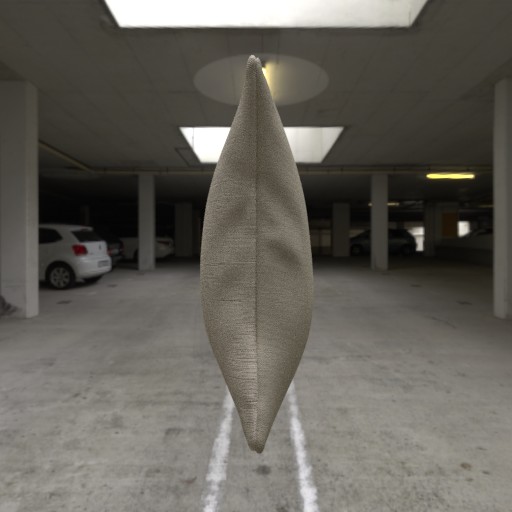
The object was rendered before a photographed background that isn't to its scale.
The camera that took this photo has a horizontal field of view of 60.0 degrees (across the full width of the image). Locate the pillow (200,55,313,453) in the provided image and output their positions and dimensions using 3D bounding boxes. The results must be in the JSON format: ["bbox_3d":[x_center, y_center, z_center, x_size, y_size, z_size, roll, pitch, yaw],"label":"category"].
[{"bbox_3d":[0.000,0.000,0.673,0.162,0.420,0.437,0,0,0],"label":"pillow"}]
